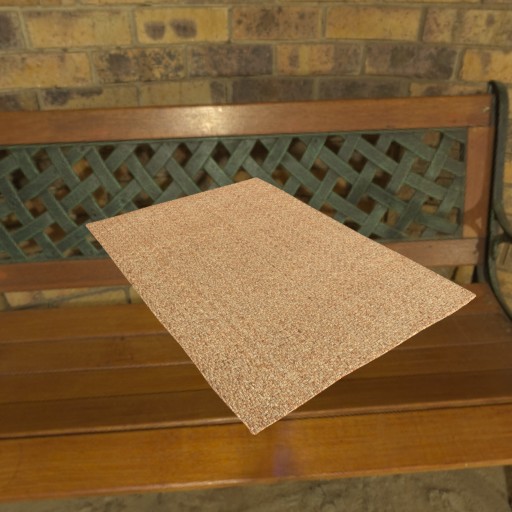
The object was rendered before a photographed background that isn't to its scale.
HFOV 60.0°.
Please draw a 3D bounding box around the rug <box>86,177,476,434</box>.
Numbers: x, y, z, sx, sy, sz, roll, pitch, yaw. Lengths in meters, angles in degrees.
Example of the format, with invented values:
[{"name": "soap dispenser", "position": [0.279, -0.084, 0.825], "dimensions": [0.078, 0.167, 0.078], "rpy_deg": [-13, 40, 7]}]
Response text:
[{"name": "rug", "position": [0.000, 0.000, 2.829], "dimensions": [1.566, 0.013, 2.141], "rpy_deg": [-21, 37, -30]}]
